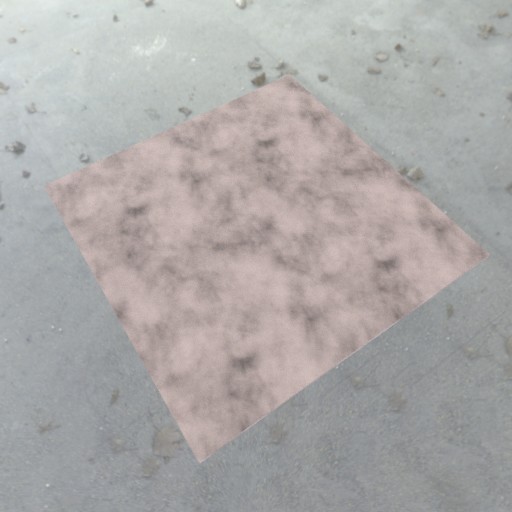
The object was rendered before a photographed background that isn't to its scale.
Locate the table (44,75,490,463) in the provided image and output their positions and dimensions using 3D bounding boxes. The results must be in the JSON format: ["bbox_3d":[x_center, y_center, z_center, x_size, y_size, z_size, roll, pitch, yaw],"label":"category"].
[{"bbox_3d":[0.000,0.000,1.056,0.670,0.305,0.670,-30,64,-17],"label":"table"}]
